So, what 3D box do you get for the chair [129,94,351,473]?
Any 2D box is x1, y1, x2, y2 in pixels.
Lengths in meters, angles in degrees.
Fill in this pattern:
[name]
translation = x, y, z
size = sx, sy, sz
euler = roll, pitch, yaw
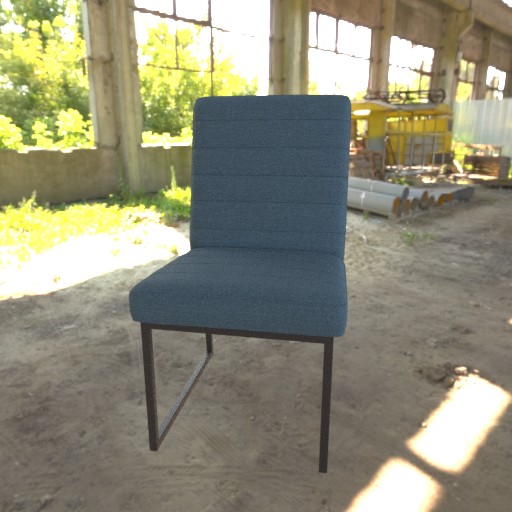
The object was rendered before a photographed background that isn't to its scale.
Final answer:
[chair]
translation = 0.000, 0.000, 1.294
size = 0.520, 0.930, 0.634
euler = 3, 15, 10
